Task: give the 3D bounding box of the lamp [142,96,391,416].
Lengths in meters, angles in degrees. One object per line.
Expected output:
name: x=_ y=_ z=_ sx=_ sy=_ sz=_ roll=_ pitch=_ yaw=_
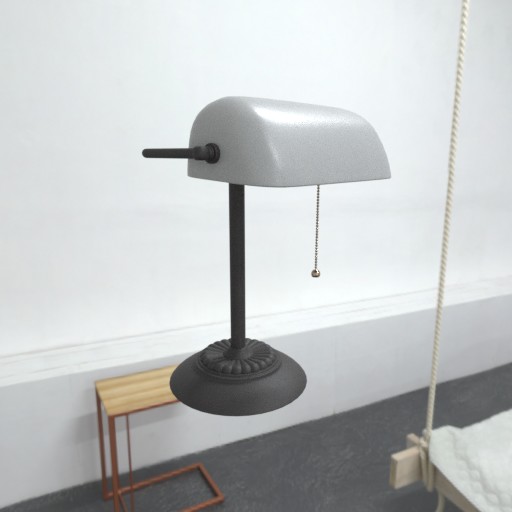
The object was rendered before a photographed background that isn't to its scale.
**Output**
lamp: x=0.000 y=0.000 z=0.524 sx=0.243 sy=0.339 sz=0.264 roll=12 pitch=18 yaw=43
